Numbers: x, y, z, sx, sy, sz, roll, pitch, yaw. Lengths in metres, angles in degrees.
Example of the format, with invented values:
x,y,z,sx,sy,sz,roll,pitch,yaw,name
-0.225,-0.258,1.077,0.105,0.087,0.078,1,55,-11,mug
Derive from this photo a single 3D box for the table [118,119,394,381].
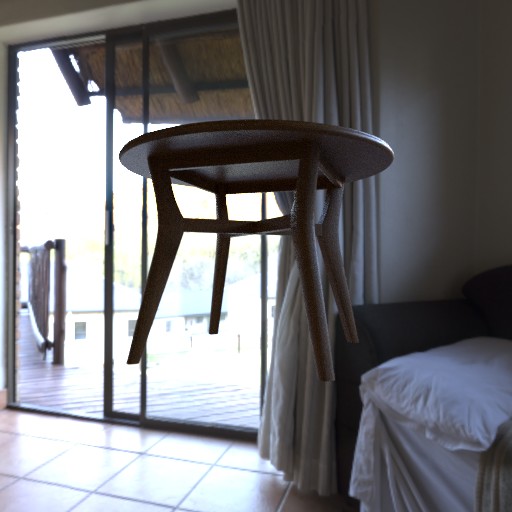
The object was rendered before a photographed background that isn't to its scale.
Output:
x,y,z,sx,sy,sz,roll,pitch,yaw,name
0.000,0.000,1.768,1.055,0.757,1.055,0,-1,0,table
